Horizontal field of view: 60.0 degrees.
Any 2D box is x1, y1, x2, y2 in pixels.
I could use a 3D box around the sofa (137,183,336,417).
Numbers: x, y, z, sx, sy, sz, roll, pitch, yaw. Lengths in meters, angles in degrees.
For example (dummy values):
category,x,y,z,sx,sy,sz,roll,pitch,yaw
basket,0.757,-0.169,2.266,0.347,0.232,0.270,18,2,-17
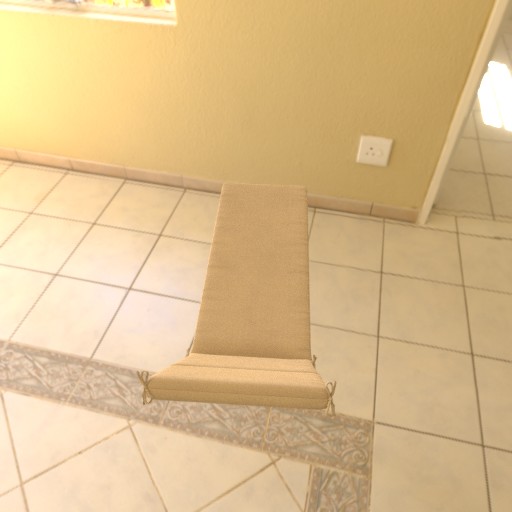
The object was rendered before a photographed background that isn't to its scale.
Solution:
category,x,y,z,sx,sy,sz,roll,pitch,yaw
sofa,0.000,0.000,1.972,0.582,0.622,1.663,3,47,3
